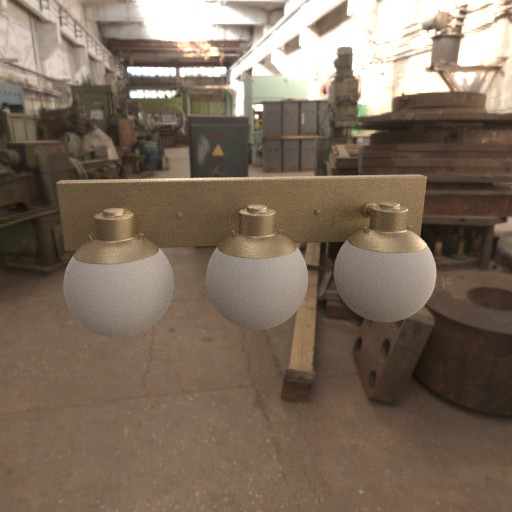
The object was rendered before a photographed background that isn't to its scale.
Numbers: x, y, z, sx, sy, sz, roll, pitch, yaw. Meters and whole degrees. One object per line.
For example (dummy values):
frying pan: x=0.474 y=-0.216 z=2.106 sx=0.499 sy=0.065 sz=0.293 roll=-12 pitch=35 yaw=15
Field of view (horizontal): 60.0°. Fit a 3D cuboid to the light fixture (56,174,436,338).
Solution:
light fixture: x=0.000 y=0.000 z=0.820 sx=0.721 sy=0.263 sz=0.218 roll=-2 pitch=17 yaw=-7
